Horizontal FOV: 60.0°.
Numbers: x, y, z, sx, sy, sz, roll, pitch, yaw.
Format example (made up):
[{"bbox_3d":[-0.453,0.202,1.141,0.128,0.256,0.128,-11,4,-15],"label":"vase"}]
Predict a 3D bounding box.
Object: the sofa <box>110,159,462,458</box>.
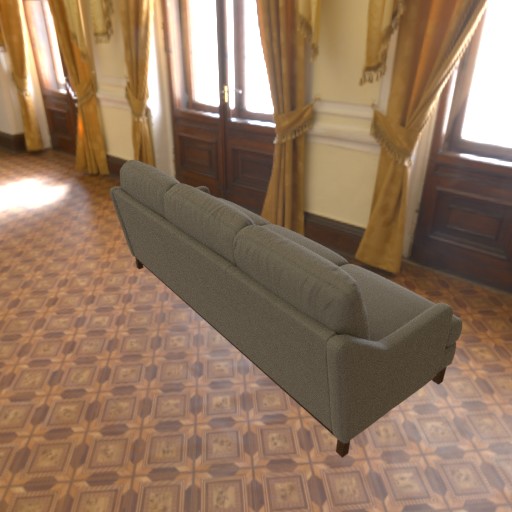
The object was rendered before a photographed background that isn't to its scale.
[{"bbox_3d":[0.000,0.000,2.835,0.987,0.926,2.344,-19,33,-33],"label":"sofa"}]
